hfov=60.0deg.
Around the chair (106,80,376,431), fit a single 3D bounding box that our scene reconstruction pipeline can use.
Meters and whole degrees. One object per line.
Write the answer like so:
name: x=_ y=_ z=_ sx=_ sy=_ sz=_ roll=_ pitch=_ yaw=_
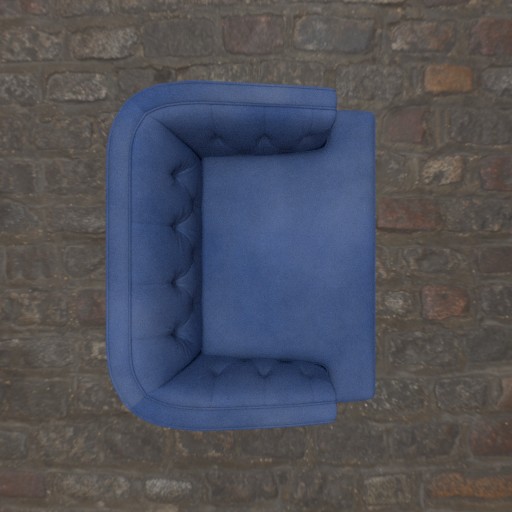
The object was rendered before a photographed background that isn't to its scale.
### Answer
chair: x=0.000 y=0.000 z=1.730 sx=0.914 sy=0.787 sz=1.118 roll=0 pitch=90 yaw=0
